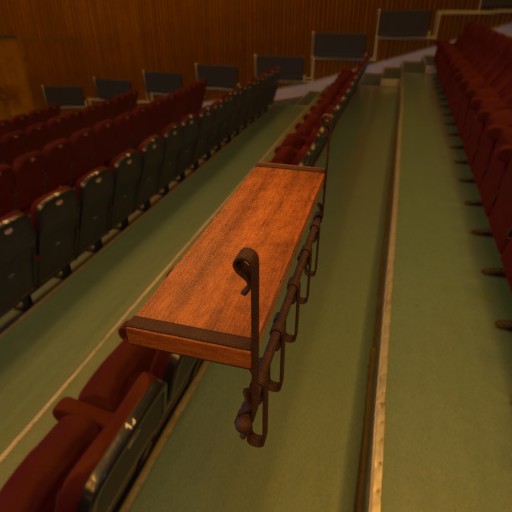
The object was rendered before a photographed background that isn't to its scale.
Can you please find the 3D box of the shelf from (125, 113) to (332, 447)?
[{"bbox_3d":[0.000,0.000,0.708,0.146,0.330,0.567,8,32,13],"label":"shelf"}]
